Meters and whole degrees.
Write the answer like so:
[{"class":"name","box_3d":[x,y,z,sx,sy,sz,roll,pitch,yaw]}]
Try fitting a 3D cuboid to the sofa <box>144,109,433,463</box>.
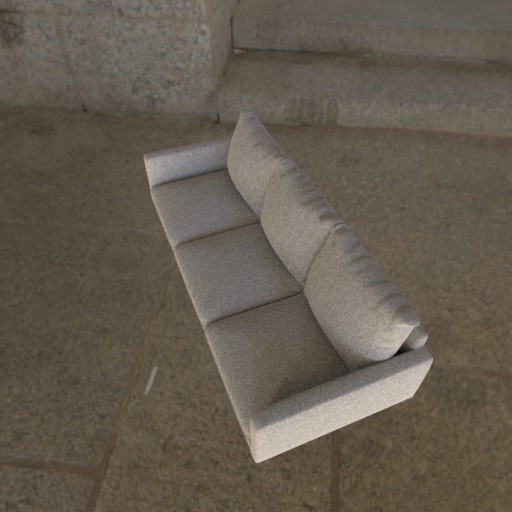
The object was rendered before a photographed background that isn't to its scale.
[{"class":"sofa","box_3d":[0.000,0.000,2.538,0.850,0.830,2.000,-17,49,-15]}]
